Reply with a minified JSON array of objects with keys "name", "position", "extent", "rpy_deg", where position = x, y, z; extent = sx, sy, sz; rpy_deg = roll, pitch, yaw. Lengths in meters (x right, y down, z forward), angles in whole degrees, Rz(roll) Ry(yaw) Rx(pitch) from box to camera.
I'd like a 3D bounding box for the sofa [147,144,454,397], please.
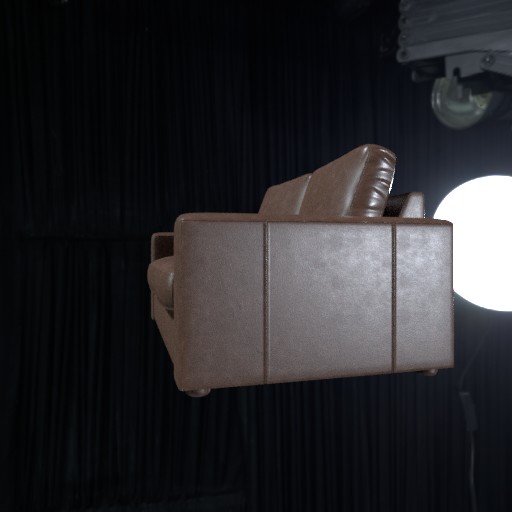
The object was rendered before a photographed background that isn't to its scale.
[{"name":"sofa","position":[0.000,0.000,2.208],"extent":[1.016,0.873,1.616],"rpy_deg":[0,0,-16]}]
